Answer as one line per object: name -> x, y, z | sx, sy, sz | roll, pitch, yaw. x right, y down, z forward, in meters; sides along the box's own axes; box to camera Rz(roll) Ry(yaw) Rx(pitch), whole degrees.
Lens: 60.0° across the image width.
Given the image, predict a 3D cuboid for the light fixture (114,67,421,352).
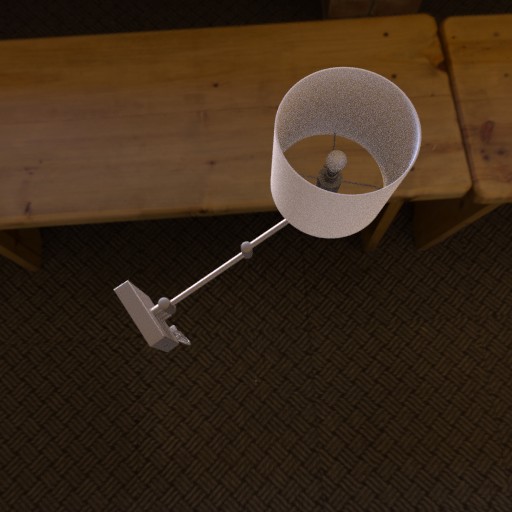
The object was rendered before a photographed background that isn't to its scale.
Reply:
light fixture -> 0.000, 0.000, 0.903 | 0.516, 0.651, 0.203 | -35, 77, -9
